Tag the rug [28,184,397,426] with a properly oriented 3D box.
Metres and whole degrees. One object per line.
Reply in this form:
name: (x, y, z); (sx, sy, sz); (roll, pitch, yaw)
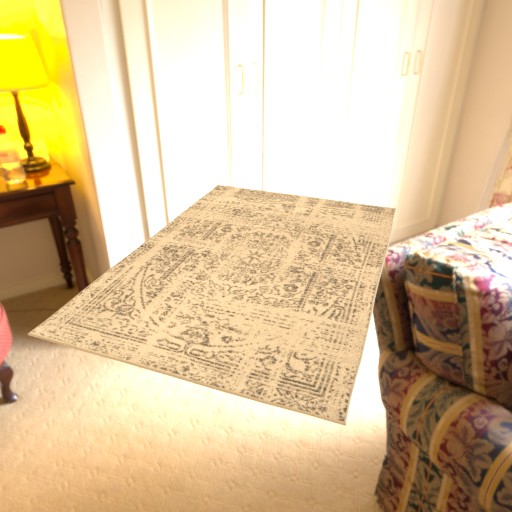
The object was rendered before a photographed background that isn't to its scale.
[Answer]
rug: (0.000, 0.000, 3.094); (1.706, 0.026, 2.438); (10, 31, 18)
